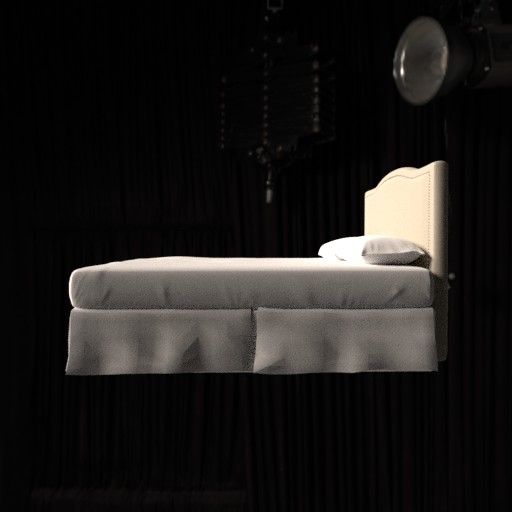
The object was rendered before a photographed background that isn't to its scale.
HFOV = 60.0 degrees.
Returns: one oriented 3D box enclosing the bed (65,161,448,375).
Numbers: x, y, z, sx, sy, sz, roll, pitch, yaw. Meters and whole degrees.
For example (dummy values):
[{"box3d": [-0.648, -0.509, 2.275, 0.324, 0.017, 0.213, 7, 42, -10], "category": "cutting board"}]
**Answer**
[{"box3d": [0.000, 0.000, 3.706, 2.477, 1.437, 1.977, 0, 1, -1], "category": "bed"}]
